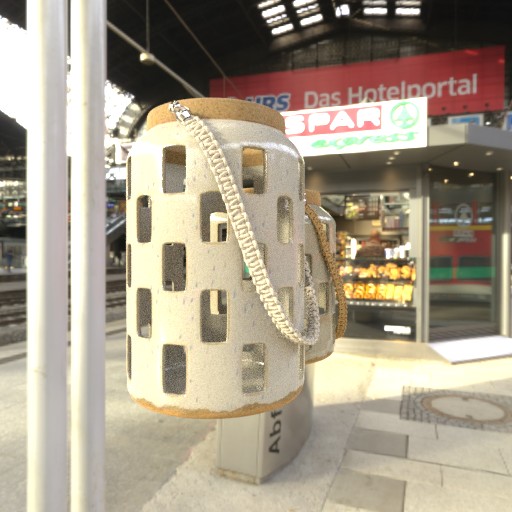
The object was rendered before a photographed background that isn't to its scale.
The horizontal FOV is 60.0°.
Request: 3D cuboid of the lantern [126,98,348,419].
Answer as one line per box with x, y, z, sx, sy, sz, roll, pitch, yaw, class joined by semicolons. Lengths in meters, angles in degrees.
0.000;0.000;0.501;0.184;0.255;0.347;0;0;19;lantern
